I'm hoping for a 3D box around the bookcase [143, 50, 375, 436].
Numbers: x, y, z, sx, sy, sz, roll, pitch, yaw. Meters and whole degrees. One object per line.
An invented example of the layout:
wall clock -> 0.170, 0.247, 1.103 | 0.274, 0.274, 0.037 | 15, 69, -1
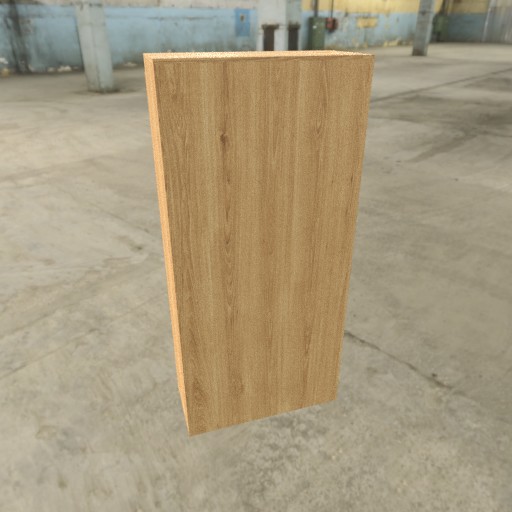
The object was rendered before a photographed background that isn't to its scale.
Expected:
bookcase -> 0.000, 0.000, 2.431 | 0.950, 2.020, 0.420 | -8, 28, -16
